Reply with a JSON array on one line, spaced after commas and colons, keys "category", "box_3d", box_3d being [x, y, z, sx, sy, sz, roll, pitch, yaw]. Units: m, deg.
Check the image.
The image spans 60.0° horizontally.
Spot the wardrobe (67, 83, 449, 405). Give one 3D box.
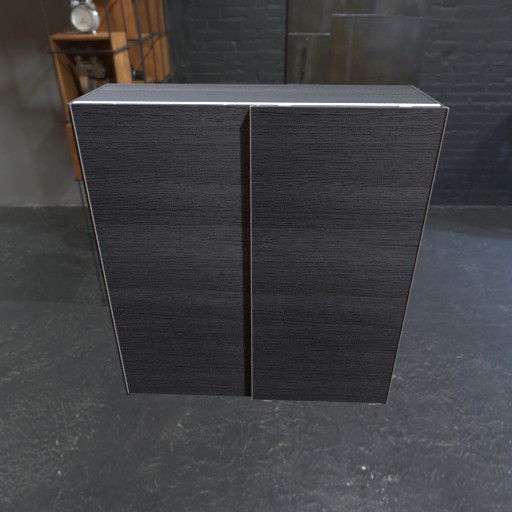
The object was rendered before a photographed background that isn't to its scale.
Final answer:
[{"category": "wardrobe", "box_3d": [0.000, 0.000, 2.800, 1.780, 1.960, 0.629, 1, 30, 2]}]
